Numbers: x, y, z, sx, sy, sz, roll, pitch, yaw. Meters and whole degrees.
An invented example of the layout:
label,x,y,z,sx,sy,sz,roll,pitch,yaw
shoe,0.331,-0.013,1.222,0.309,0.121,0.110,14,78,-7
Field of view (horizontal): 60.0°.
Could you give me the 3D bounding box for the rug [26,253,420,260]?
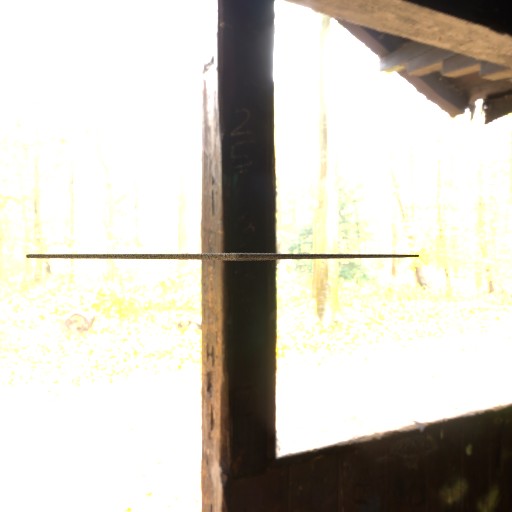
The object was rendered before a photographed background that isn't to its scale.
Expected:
label,x,y,z,sx,sy,sz,roll,pitch,yaw
rug,0.000,0.000,3.508,1.778,0.030,2.743,0,0,36
